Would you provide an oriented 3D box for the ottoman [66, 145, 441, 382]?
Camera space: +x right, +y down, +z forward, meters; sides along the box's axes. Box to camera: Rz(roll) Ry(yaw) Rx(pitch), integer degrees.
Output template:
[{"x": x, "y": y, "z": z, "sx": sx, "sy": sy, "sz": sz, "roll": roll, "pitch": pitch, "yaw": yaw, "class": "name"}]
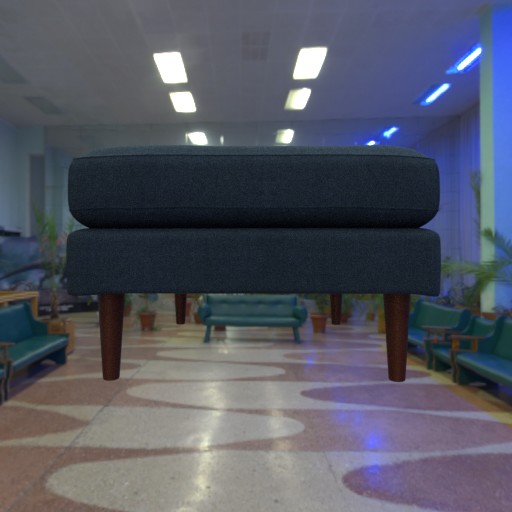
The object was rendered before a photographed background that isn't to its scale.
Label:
[{"x": 0.000, "y": 0.000, "z": 1.204, "sx": 0.693, "sy": 0.474, "sz": 0.821, "roll": 0, "pitch": 0, "yaw": 1, "class": "ottoman"}]
